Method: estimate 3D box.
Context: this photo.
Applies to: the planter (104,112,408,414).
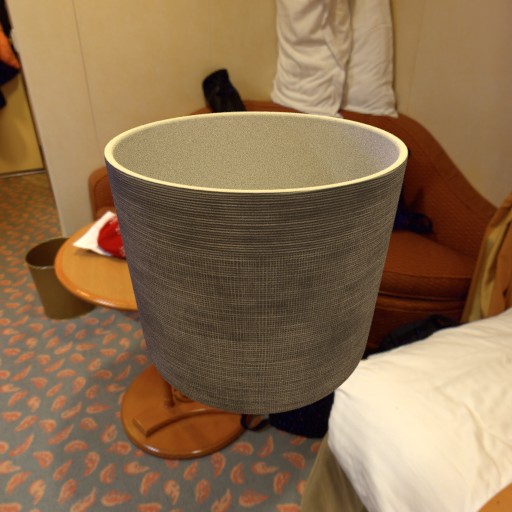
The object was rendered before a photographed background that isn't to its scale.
[{"bbox_3d":[0.000,0.000,0.764,0.440,0.398,0.440,0,29,0],"label":"planter"}]
